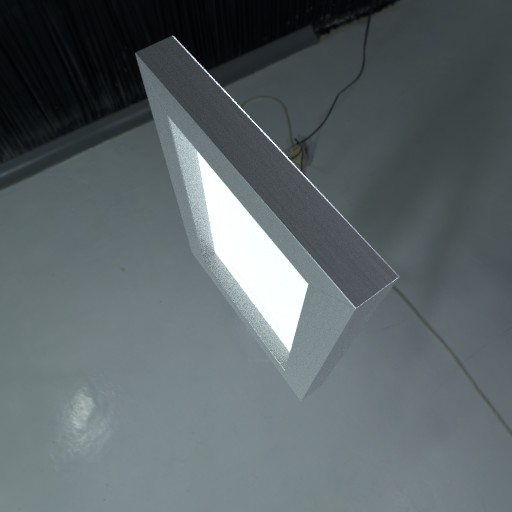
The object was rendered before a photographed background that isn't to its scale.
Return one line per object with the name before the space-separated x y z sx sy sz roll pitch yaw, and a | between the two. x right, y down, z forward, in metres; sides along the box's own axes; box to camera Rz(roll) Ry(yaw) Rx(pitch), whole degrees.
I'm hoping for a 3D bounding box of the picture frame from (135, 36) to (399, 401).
picture frame | 0.000 0.000 0.278 0.028 0.208 0.157 -33 68 -15
